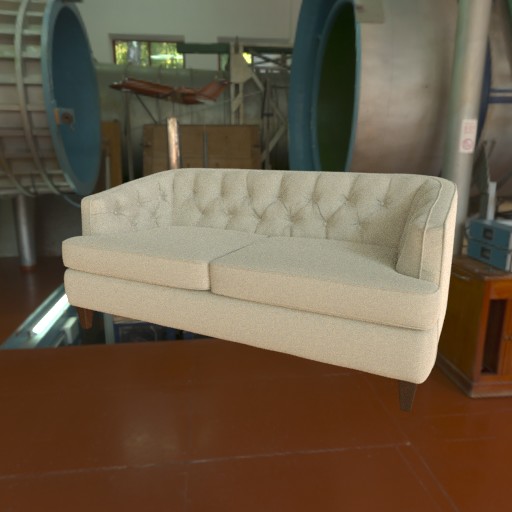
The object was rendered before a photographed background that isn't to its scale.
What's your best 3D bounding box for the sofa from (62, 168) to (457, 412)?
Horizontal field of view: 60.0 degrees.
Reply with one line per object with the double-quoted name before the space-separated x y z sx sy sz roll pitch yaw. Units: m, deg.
"sofa" 0.000 0.000 2.175 1.733 0.855 0.941 7 16 26
